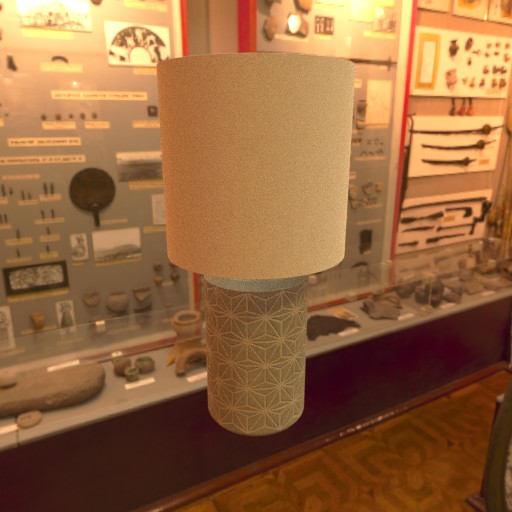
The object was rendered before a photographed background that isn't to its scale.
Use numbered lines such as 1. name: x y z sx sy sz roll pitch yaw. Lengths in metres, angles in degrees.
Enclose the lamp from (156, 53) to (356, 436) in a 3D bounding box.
1. lamp: 0.000 0.000 0.528 0.206 0.416 0.206 -9 19 -27
